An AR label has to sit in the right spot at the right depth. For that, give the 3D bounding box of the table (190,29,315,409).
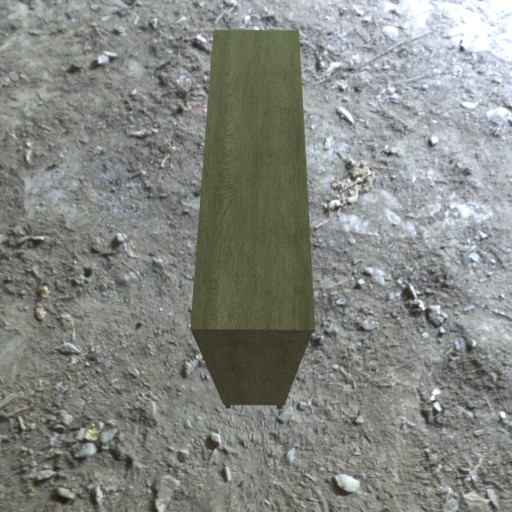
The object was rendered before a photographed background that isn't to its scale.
[{"bbox_3d":[0.000,0.000,1.595,0.256,1.135,0.902,0,63,0],"label":"table"}]
